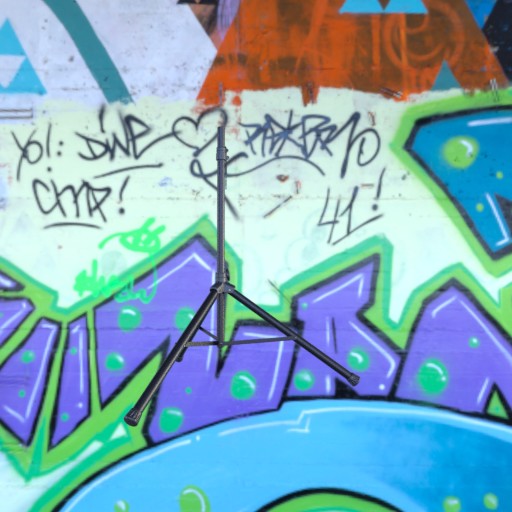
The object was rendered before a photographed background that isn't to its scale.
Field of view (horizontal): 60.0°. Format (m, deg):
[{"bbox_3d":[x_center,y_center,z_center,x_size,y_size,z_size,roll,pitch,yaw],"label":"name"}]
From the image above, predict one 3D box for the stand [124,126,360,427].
[{"bbox_3d":[0.000,0.000,1.946,0.907,1.136,1.045,0,-2,0],"label":"stand"}]
